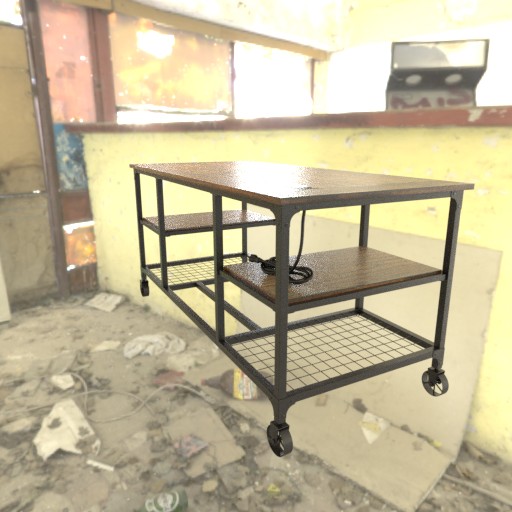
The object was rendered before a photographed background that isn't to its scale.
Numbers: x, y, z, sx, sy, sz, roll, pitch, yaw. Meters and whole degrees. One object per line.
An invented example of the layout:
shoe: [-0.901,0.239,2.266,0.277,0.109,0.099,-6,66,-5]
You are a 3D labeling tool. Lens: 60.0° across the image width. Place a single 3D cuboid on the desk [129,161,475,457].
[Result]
desk: [0.000,0.000,1.982,0.711,0.751,1.590,-8,17,-27]
